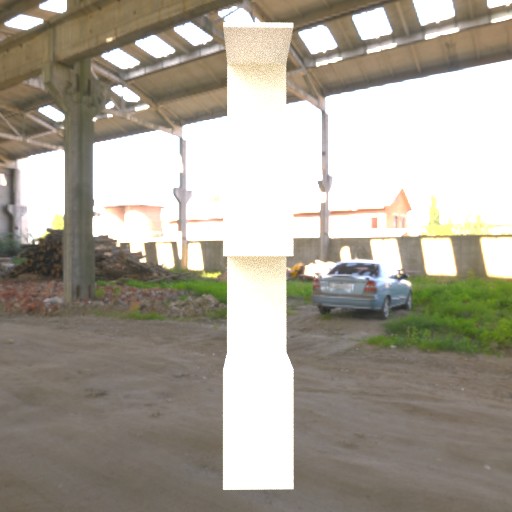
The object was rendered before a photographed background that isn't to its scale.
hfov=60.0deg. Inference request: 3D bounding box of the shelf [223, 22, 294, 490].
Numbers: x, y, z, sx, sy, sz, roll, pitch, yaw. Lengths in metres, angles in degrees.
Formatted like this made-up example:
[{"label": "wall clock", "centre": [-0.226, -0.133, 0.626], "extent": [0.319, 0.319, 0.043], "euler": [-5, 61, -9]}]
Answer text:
[{"label": "shelf", "centre": [0.000, 0.000, 2.011], "extent": [0.250, 1.650, 0.890], "euler": [0, 0, -1]}]
